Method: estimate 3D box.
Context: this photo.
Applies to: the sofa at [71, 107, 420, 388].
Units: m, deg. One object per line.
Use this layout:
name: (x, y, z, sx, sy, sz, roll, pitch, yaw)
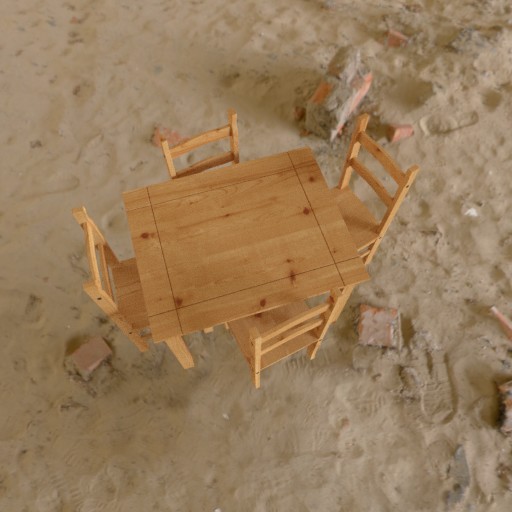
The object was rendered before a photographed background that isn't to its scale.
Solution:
sofa: (0.000, 0.000, 2.341, 1.529, 1.000, 1.144, -16, 65, -7)
